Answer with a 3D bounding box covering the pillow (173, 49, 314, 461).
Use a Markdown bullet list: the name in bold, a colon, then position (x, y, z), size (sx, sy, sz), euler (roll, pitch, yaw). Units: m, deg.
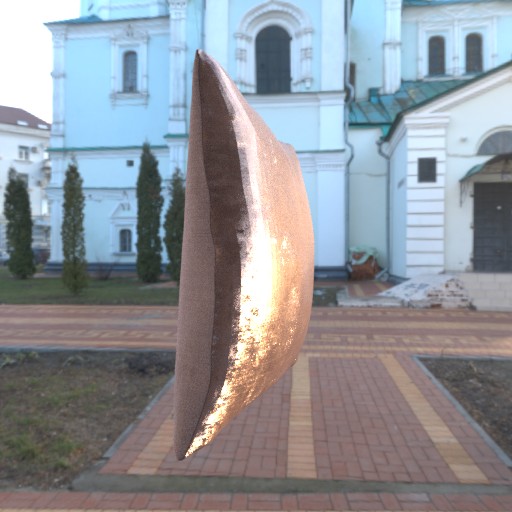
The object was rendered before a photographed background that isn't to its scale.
- **pillow**: position (0.000, 0.000, 0.714), size (0.175, 0.464, 0.470), euler (0, 1, 18)
